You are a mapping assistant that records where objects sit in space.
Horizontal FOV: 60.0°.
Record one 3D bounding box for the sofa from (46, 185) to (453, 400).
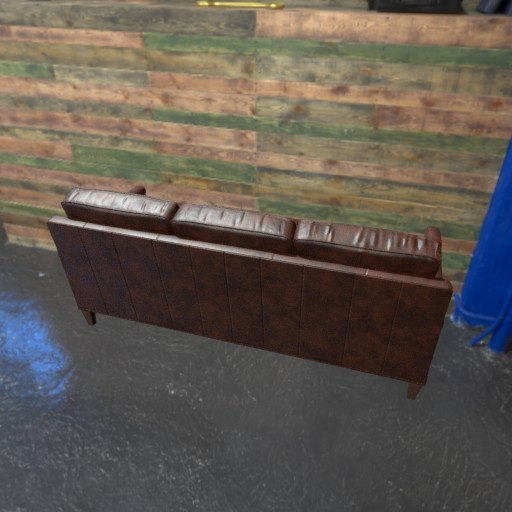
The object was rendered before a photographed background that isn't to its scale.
[{"bbox_3d":[0.000,0.000,2.840,2.240,1.003,1.084,10,34,14],"label":"sofa"}]
